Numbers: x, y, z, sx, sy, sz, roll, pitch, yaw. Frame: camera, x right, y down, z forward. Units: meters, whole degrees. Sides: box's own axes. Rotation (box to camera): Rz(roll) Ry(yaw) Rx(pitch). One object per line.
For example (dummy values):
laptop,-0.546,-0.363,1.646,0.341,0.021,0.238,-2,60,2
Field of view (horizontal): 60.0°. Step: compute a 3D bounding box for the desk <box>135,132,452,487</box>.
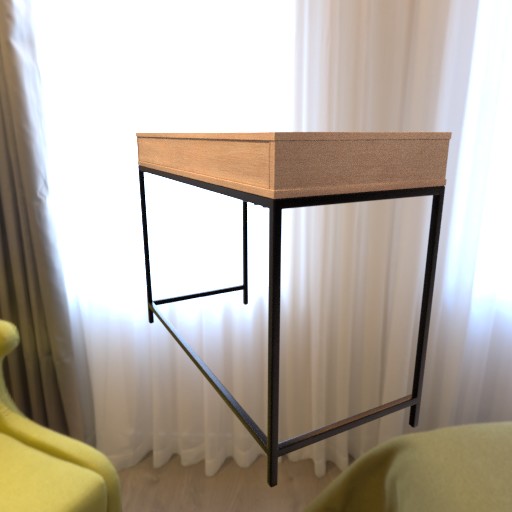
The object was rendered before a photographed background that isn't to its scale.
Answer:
desk,0.000,0.000,1.418,0.470,0.762,1.016,-8,17,-27
